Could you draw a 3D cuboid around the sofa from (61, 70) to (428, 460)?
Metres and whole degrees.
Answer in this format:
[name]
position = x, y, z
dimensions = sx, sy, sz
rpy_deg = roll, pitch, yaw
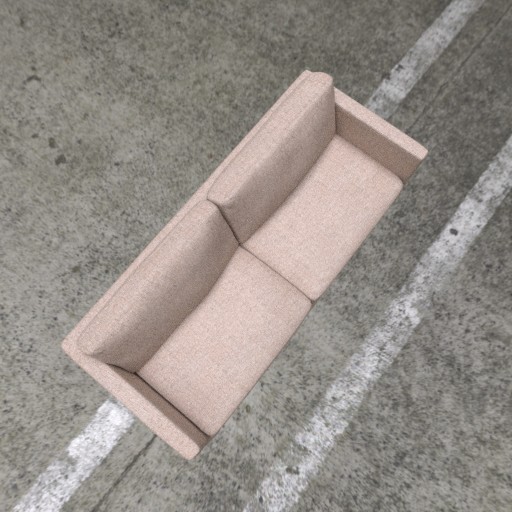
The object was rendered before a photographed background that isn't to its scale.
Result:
[sofa]
position = 0.000, 0.000, 2.739
dimensions = 0.951, 0.965, 2.208
rpy_deg = 37, 78, 9
